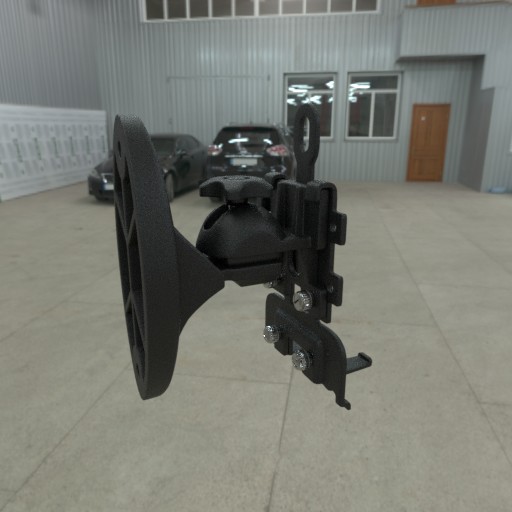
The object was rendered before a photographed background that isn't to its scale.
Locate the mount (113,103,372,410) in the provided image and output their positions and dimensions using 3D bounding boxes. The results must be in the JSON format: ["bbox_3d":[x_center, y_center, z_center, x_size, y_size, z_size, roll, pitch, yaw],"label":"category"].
[{"bbox_3d":[0.000,0.000,0.179,0.100,0.118,0.066,-8,18,-25],"label":"mount"}]
